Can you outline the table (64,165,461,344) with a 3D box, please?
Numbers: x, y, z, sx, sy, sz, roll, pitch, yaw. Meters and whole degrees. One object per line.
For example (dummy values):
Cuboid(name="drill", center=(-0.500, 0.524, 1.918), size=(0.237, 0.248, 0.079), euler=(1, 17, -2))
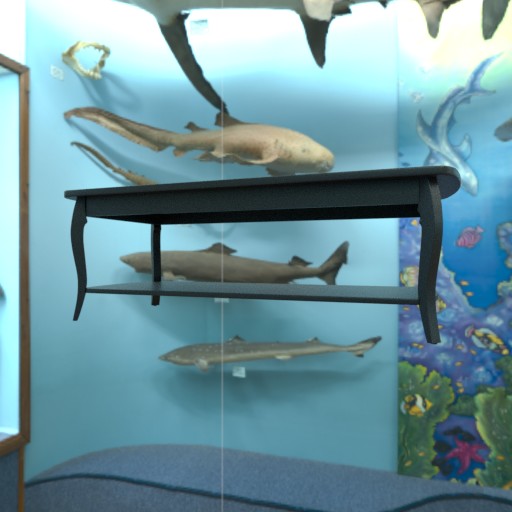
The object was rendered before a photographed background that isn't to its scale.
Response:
Cuboid(name="table", center=(0.000, 0.000, 1.591), size=(1.333, 0.457, 0.571), euler=(0, 0, 21))
